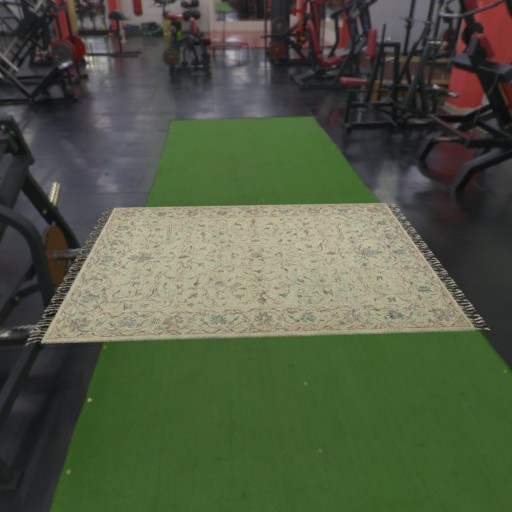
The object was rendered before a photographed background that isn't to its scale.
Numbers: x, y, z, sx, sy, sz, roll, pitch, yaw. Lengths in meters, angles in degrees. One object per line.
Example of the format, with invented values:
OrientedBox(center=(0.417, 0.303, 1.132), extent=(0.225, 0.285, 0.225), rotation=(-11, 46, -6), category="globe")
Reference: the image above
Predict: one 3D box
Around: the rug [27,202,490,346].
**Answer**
OrientedBox(center=(0.000, 0.000, 2.237), extent=(1.802, 0.008, 1.247), rotation=(-1, 31, -2), category="rug")
